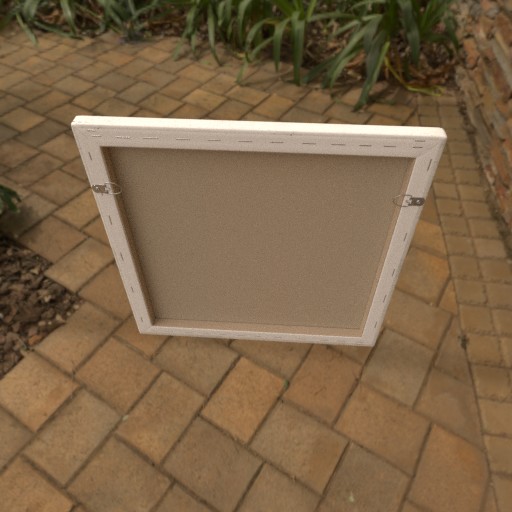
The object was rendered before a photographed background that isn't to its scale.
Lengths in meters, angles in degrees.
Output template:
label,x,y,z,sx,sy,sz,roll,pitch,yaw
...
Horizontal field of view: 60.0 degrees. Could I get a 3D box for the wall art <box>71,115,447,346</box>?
label,x,y,z,sx,sy,sz,roll,pitch,yaw
wall art,0.000,0.000,1.174,0.762,0.762,0.038,3,46,3
